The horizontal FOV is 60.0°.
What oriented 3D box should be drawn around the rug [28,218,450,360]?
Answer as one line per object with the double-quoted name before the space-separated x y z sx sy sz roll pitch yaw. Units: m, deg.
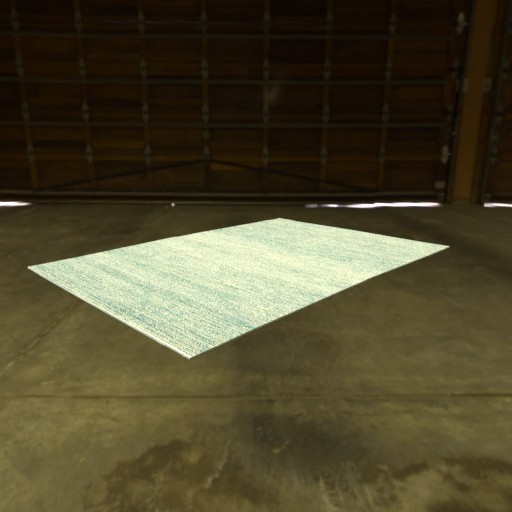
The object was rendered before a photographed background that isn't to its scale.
"rug" 0.000 0.000 2.912 1.613 0.030 2.306 15 21 43
